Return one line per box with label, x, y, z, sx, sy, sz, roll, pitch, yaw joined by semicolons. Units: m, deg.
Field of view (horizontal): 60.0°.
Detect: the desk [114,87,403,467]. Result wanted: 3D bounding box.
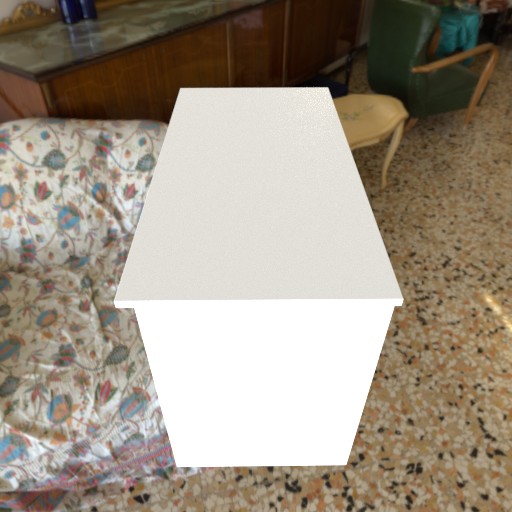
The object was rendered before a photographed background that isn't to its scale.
desk;0.000;0.000;1.511;0.560;0.735;1.097;0;41;0
